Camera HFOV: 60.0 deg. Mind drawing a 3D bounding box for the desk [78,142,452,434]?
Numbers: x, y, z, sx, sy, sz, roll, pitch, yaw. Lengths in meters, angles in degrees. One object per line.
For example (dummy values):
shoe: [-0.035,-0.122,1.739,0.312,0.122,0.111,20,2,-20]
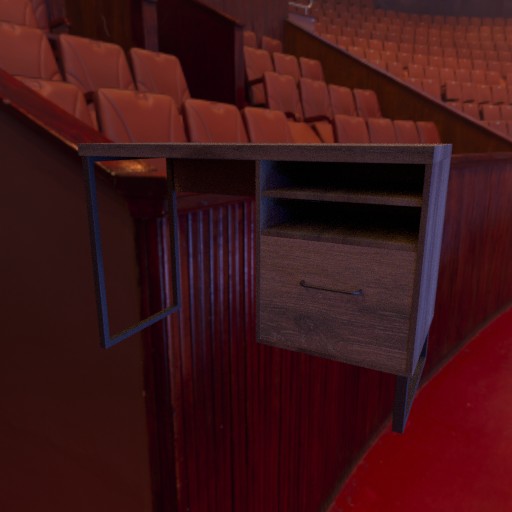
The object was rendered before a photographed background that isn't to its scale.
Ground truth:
desk: [0.000,0.000,1.532,1.134,0.752,0.511,8,17,27]
